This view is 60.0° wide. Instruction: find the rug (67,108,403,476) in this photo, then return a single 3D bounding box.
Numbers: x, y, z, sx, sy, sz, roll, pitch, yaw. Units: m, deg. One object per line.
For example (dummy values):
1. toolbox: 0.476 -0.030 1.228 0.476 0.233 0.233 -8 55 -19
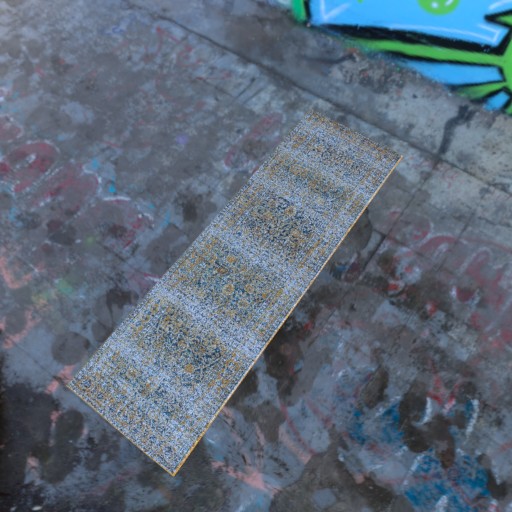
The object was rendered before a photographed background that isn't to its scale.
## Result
1. rug: 0.000 0.000 2.549 0.704 0.014 2.294 33 68 15
